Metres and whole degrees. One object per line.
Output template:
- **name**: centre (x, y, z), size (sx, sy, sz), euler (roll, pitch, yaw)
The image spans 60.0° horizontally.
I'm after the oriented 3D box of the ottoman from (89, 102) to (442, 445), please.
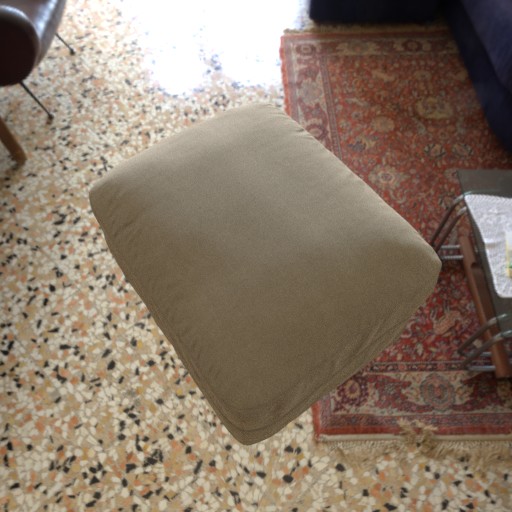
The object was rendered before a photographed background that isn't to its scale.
- **ottoman**: centre (0.000, 0.000, 1.127), size (0.584, 0.480, 0.712), euler (-32, 64, -18)
